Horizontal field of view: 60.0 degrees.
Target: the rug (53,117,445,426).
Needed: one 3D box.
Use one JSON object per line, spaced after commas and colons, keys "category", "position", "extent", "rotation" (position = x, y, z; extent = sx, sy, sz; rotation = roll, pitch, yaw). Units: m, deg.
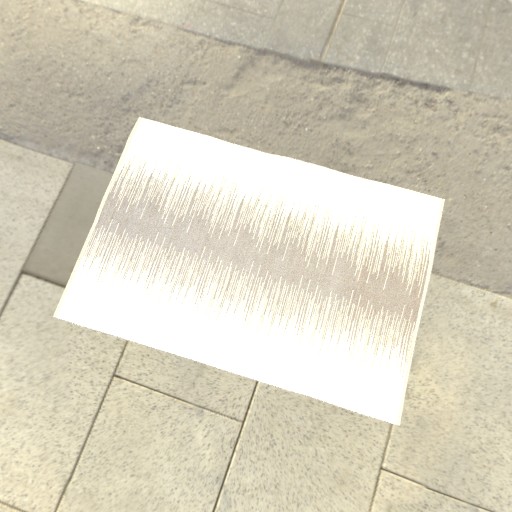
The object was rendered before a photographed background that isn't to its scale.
{"category": "rug", "position": [0.000, 0.000, 2.354], "extent": [1.815, 0.007, 1.226], "rotation": [16, 74, 5]}
